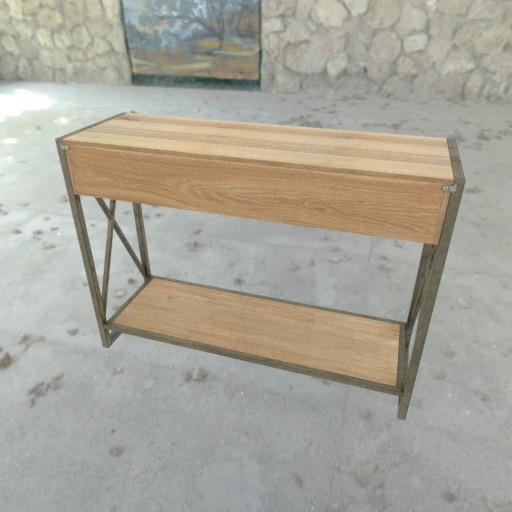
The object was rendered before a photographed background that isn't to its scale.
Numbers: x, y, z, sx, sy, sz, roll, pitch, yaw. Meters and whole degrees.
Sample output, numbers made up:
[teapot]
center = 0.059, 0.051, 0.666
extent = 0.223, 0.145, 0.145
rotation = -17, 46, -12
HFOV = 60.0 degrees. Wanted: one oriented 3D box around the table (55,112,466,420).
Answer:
[table]
center = 0.000, 0.000, 1.429
extent = 1.059, 0.763, 0.361
rotation = 9, 32, 15
